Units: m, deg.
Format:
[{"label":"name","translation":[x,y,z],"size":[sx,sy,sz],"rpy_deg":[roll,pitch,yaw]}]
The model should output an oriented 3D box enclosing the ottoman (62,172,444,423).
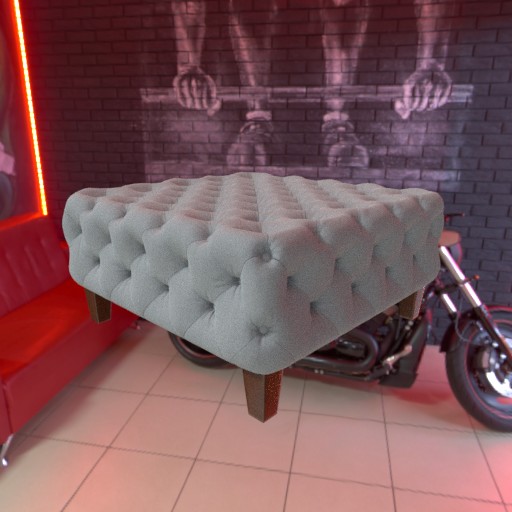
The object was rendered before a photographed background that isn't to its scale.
[{"label":"ottoman","translation":[0.000,0.000,1.450],"size":[0.917,0.439,0.911],"rpy_deg":[15,22,41]}]
